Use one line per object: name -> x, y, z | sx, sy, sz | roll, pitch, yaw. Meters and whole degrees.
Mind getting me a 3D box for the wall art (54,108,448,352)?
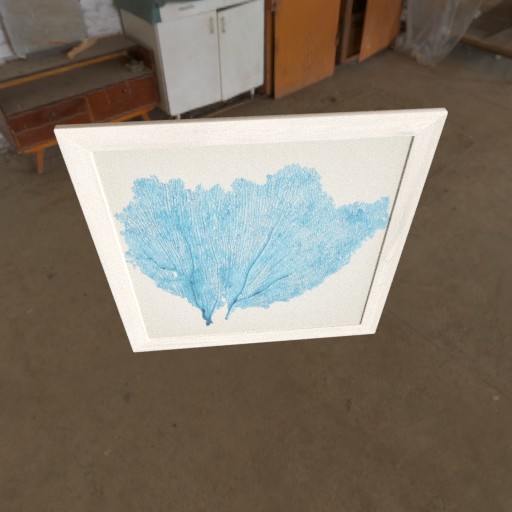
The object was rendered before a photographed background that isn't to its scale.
wall art -> 0.000, 0.000, 0.865 | 0.584, 0.584, 0.013 | -4, 46, -4
